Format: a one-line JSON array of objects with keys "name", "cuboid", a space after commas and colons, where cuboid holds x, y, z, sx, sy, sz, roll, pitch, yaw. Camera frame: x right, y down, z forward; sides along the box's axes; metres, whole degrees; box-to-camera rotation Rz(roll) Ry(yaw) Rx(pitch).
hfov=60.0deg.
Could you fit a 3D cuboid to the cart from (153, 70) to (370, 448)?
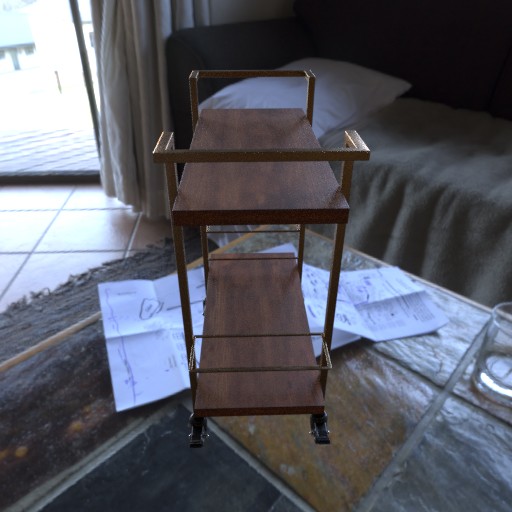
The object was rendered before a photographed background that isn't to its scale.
[{"name": "cart", "cuboid": [0.000, 0.000, 1.176, 0.364, 0.807, 0.695, -1, 32, -2]}]
